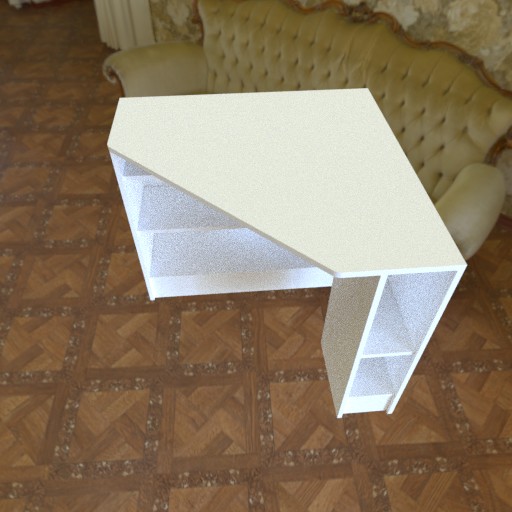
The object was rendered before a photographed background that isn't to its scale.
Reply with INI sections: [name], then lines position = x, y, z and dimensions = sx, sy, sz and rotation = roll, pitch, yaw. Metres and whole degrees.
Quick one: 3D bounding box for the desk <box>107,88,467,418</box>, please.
[desk]
position = 0.000, 0.000, 1.651
dimensions = 0.940, 0.818, 0.926
rotation = -3, 46, -3
